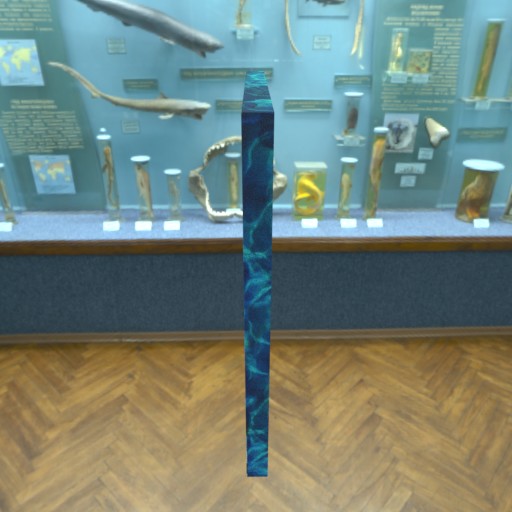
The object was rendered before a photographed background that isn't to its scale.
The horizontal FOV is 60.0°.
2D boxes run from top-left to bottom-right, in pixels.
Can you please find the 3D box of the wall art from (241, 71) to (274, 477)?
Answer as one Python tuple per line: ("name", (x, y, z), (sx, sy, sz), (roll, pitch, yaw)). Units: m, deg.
("wall art", (0.000, 0.000, 0.878), (0.038, 0.635, 0.508), (0, 28, 0))
